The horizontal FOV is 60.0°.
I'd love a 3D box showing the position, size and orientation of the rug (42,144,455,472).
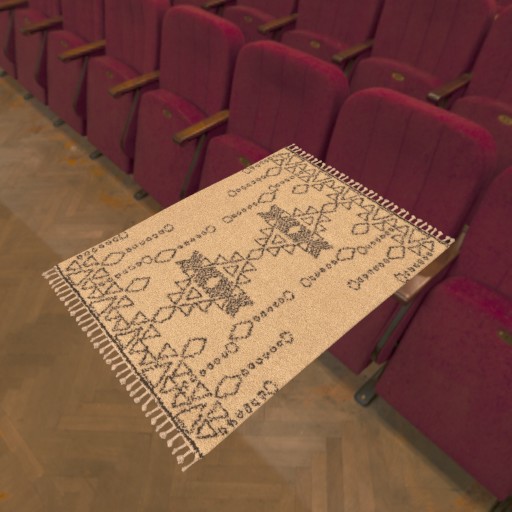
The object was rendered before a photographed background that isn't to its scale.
[{"bbox_3d":[0.000,0.000,3.898,3.027,0.028,2.125,-33,55,-27],"label":"rug"}]
